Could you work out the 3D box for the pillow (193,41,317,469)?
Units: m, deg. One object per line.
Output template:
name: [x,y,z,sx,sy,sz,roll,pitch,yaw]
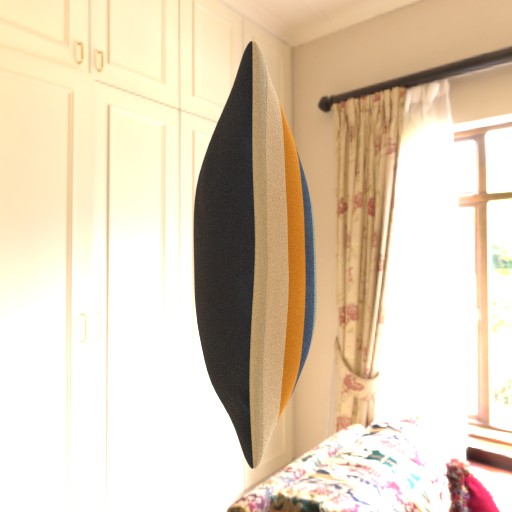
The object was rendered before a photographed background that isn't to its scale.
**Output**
pillow: [0.000,0.000,0.697,0.173,0.454,0.463,0,-1,1]
